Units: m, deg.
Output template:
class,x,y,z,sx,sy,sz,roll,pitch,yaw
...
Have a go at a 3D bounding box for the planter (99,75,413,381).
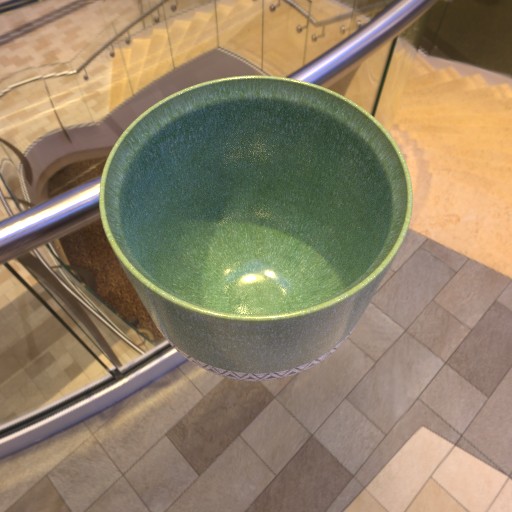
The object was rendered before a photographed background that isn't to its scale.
class,x,y,z,sx,sy,sz,roll,pitch,yaw
planter,0.000,0.000,0.495,0.266,0.270,0.266,0,59,0
